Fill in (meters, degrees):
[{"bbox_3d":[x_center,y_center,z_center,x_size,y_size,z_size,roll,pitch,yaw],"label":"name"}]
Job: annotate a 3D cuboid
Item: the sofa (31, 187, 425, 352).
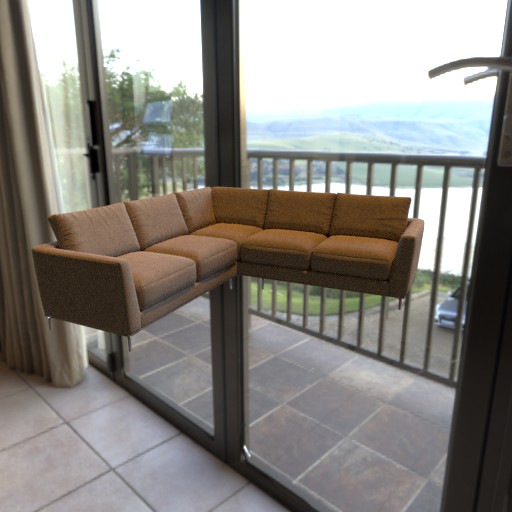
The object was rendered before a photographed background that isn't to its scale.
[{"bbox_3d":[0.000,0.000,3.708,2.438,0.864,2.438,7,17,25],"label":"sofa"}]
